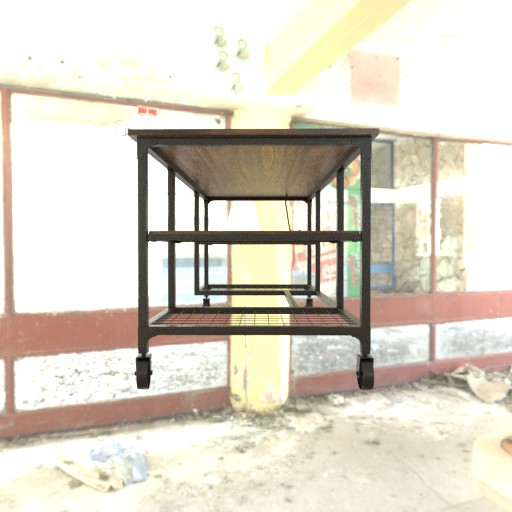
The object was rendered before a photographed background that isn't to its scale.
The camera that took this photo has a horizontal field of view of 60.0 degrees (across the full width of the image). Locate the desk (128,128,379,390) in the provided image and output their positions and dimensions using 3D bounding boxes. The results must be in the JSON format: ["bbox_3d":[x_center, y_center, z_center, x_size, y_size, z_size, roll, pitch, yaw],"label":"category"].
[{"bbox_3d":[0.000,0.000,2.037,0.711,0.751,1.590,0,1,1],"label":"desk"}]
